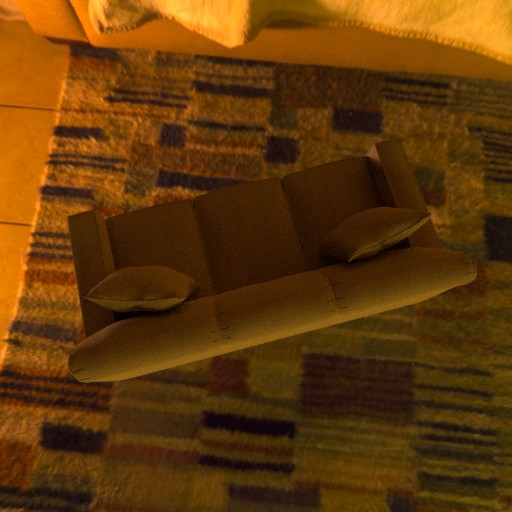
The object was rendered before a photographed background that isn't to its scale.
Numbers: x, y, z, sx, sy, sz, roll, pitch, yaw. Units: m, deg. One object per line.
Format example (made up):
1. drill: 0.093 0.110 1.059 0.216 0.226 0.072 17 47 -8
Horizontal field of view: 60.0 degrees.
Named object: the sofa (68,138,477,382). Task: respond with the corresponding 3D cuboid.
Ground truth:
1. sofa: 0.000 0.000 2.626 2.024 0.958 0.997 -14 75 -4
